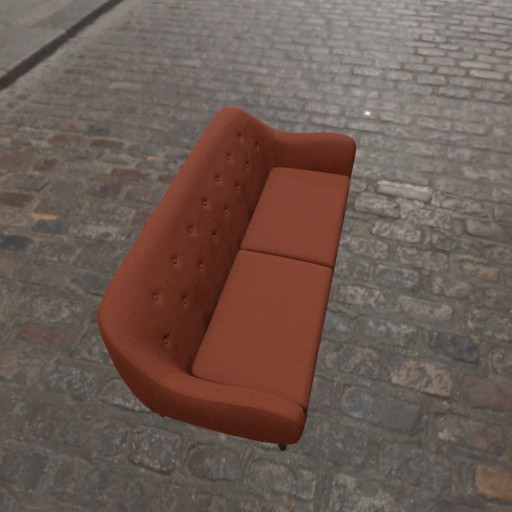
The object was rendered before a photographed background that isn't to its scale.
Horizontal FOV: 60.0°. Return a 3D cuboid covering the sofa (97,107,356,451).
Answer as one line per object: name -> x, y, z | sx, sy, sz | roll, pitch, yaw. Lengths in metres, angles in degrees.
sofa -> 0.000, 0.000, 2.297 | 0.820, 0.836, 1.840 | 11, 48, 10
